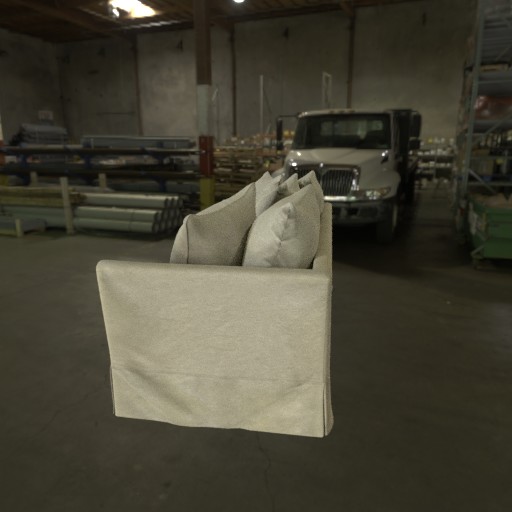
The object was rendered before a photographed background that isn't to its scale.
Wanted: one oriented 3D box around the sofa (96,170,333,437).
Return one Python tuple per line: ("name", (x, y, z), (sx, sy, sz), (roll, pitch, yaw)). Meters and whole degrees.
("sofa", (0.000, 0.000, 2.895), (1.031, 1.034, 2.290), (2, 14, 9))
